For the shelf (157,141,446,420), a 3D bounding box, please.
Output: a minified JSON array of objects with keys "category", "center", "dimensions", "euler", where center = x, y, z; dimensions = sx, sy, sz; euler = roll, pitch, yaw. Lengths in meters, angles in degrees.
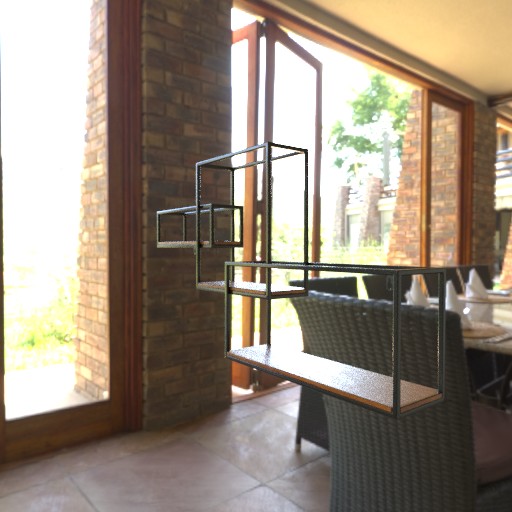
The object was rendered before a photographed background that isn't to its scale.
[{"category":"shelf","center":[0.000,0.000,2.132],"dimensions":[0.275,0.972,1.781],"euler":[-1,1,-37]}]
